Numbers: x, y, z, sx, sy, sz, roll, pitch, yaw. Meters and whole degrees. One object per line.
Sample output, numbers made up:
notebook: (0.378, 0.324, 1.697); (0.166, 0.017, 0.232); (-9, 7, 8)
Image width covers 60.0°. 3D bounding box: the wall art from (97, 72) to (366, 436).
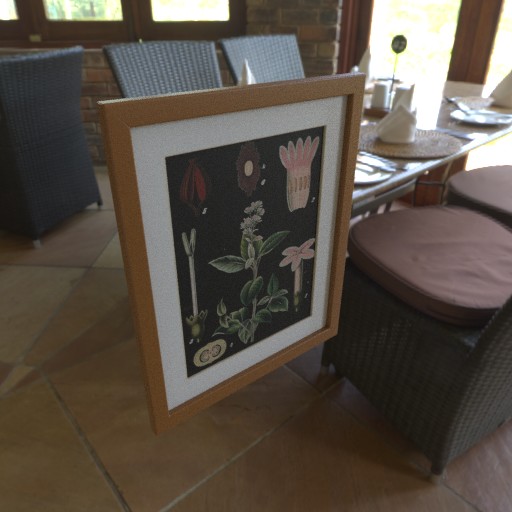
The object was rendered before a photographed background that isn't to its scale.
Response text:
wall art: (0.000, 0.000, 0.755); (0.449, 0.550, 0.021); (-21, 35, -32)
